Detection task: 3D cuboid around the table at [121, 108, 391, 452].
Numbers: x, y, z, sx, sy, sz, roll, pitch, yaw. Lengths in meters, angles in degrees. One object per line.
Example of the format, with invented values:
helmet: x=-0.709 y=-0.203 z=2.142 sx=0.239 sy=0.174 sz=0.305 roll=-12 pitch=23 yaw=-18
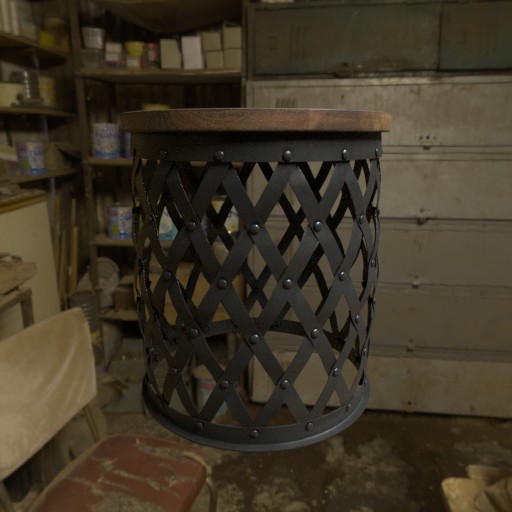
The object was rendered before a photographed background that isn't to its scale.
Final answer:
table: x=0.000 y=0.000 z=0.751 sx=0.405 sy=0.454 sz=0.405 roll=0 pitch=15 yaw=0
